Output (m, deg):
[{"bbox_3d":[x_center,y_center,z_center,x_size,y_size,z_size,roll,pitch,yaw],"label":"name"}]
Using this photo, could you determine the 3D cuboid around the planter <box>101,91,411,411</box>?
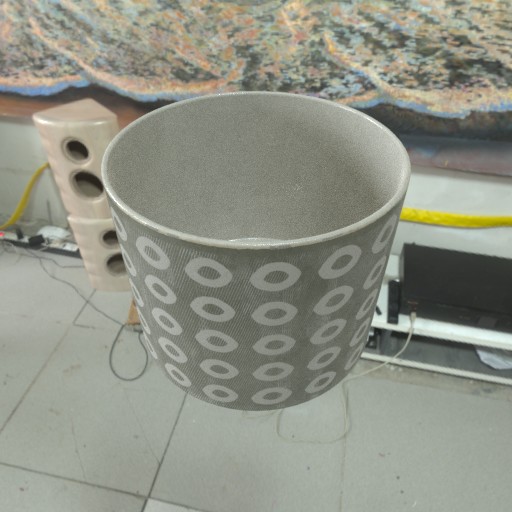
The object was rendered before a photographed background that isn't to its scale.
[{"bbox_3d":[0.000,0.000,0.448,0.250,0.239,0.250,0,42,0],"label":"planter"}]
